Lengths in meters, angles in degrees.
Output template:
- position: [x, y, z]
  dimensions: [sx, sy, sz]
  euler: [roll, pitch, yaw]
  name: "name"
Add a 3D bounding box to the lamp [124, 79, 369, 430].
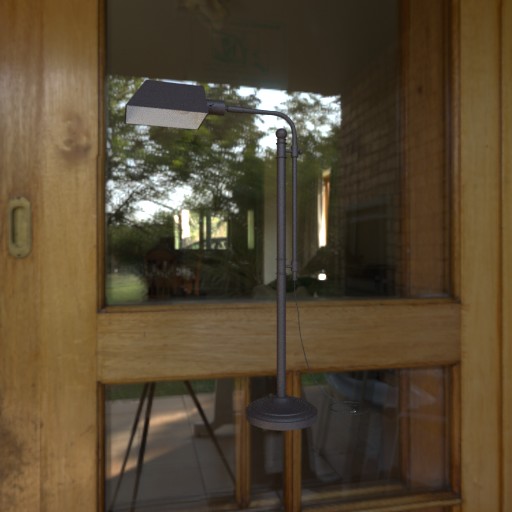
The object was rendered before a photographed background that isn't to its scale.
- position: [0.000, 0.000, 0.960]
  dimensions: [0.545, 0.708, 0.159]
  euler: [0, 0, -17]
  name: "lamp"
